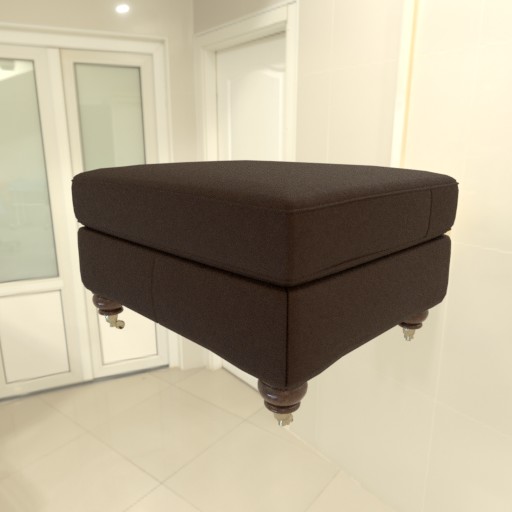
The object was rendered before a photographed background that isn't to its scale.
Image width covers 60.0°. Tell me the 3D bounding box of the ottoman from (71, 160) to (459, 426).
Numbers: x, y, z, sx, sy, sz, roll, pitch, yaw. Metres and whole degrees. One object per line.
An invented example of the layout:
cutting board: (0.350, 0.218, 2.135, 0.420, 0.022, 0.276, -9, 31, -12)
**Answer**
ottoman: (0.000, 0.000, 1.777, 0.967, 0.730, 1.187, -14, 20, -43)
